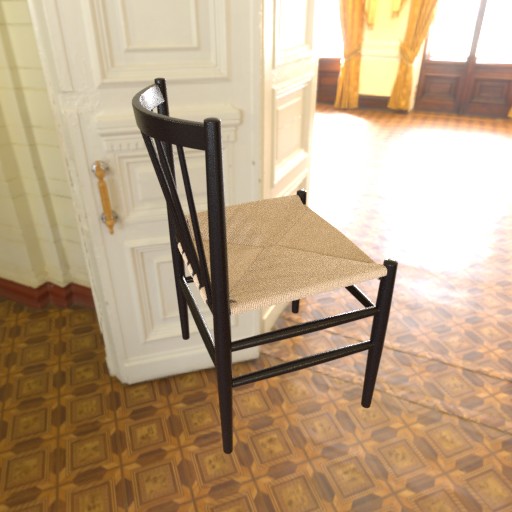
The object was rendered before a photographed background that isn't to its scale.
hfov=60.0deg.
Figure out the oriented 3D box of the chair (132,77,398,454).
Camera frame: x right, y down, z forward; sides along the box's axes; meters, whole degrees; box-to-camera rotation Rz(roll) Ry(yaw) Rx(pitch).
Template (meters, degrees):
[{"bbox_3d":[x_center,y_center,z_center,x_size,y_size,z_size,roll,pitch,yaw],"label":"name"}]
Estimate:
[{"bbox_3d":[0.000,0.000,1.145,0.516,0.818,0.495,-11,32,-18],"label":"chair"}]
